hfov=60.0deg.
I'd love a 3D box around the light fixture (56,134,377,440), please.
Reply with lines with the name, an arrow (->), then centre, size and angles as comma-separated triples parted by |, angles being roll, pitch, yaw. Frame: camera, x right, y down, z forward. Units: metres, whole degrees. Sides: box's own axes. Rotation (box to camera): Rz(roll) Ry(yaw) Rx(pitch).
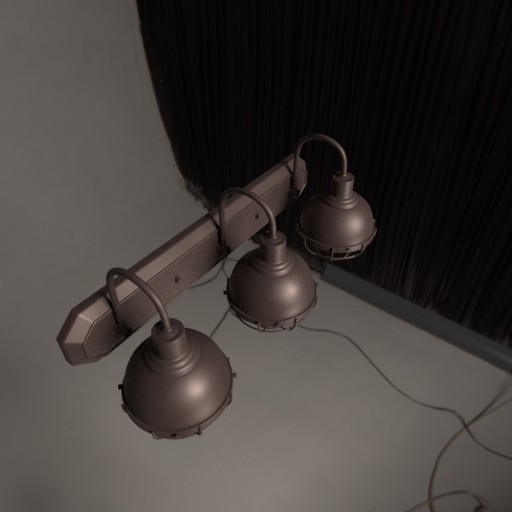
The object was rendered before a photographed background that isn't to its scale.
light fixture -> 0.000, 0.000, 0.766 | 0.229, 0.254, 0.634 | 26, 47, 27
